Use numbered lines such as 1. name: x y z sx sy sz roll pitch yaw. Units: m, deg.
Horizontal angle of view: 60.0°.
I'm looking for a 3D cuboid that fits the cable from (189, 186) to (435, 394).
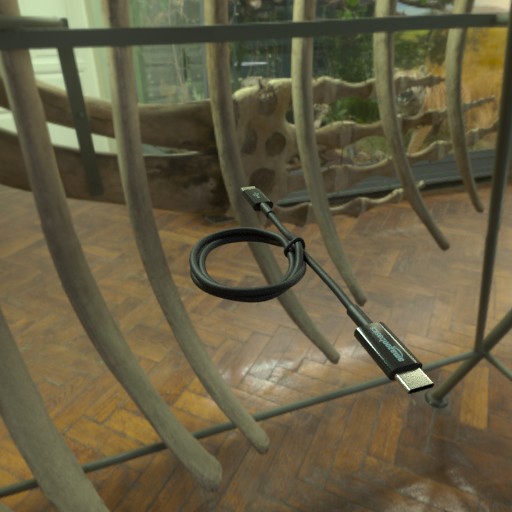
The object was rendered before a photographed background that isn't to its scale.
1. cable: 0.000 0.000 0.229 0.070 0.014 0.203 -9 31 -16
